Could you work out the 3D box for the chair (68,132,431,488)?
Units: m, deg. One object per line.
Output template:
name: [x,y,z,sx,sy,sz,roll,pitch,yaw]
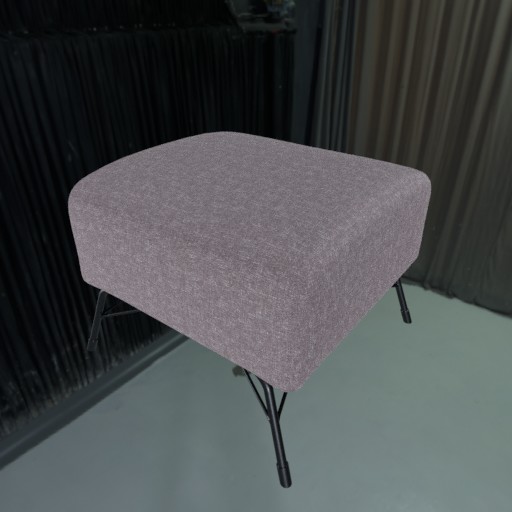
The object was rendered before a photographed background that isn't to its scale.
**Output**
chair: [0.000,0.000,0.906,0.530,0.410,0.530,21,36,32]
